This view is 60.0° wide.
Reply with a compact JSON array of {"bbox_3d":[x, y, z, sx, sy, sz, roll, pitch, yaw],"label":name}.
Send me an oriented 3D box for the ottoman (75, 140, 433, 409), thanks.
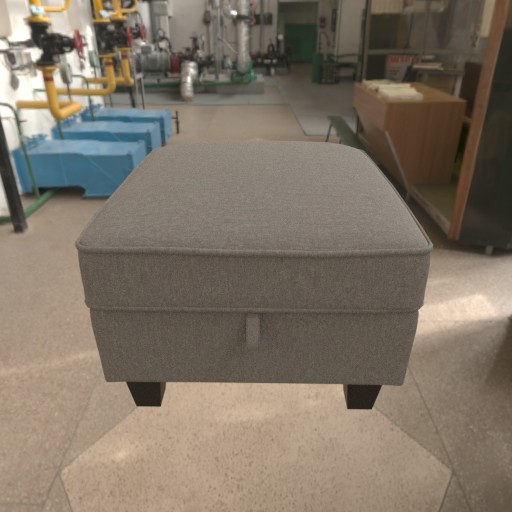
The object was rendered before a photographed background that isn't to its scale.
[{"bbox_3d":[0.000,0.000,1.396,0.808,0.612,0.871,0,28,1],"label":"ottoman"}]
